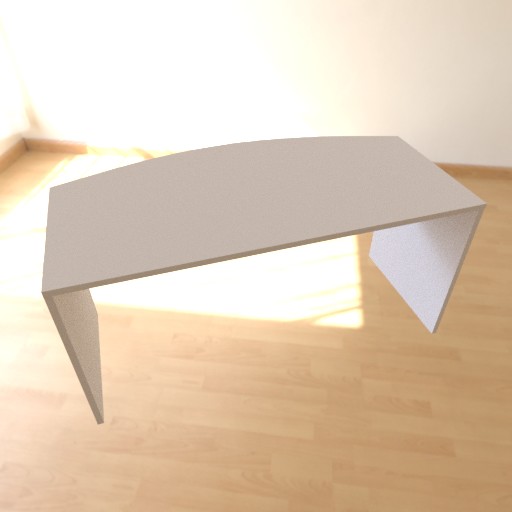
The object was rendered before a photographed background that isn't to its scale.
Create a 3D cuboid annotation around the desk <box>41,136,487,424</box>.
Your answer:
[{"bbox_3d":[0.000,0.000,2.041,1.600,0.750,0.802,-11,41,-14],"label":"desk"}]
